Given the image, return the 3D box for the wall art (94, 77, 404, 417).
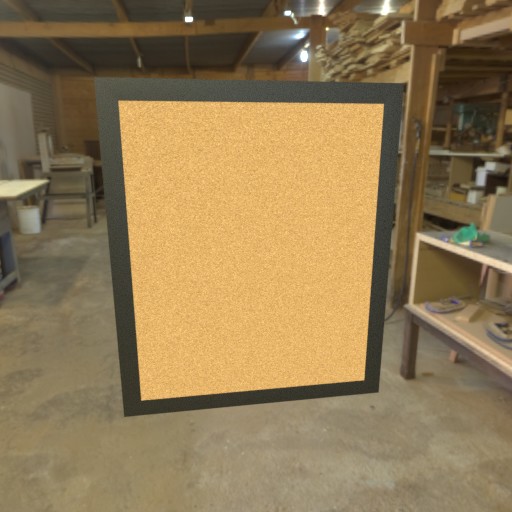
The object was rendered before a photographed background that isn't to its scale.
[{"bbox_3d":[0.000,0.000,0.689,0.432,0.508,0.025,-2,15,-9],"label":"wall art"}]
